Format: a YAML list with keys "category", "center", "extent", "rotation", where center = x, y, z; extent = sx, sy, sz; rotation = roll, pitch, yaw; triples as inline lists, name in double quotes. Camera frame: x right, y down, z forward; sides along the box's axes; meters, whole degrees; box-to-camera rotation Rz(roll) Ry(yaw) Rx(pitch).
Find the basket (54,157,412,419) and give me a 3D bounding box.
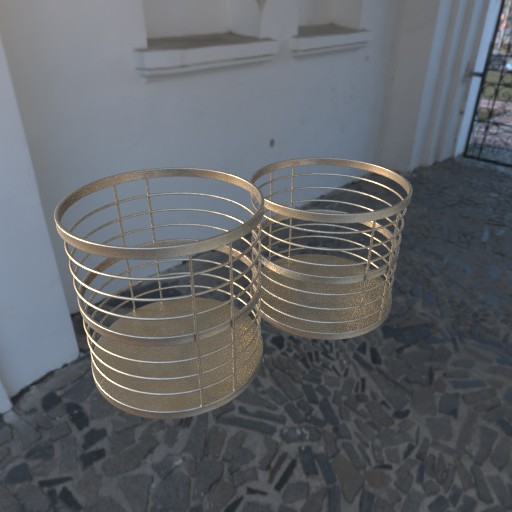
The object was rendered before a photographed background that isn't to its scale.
- category: "basket"
  center: [0.000, 0.000, 0.957]
  extent: [0.746, 0.351, 0.356]
  rotation: [-18, 34, -29]
